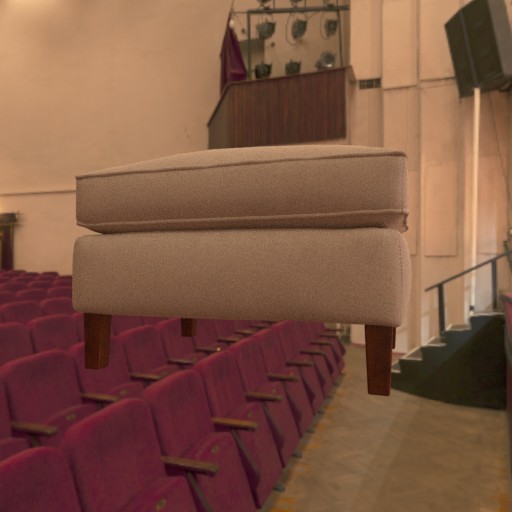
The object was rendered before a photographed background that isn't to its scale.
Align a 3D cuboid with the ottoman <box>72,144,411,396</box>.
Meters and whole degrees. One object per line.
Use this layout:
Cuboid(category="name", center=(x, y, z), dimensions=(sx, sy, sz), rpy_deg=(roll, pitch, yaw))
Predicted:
Cuboid(category="ottoman", center=(0.000, 0.000, 1.010), dimensions=(0.665, 0.456, 0.501), rpy_deg=(0, -1, 19))
